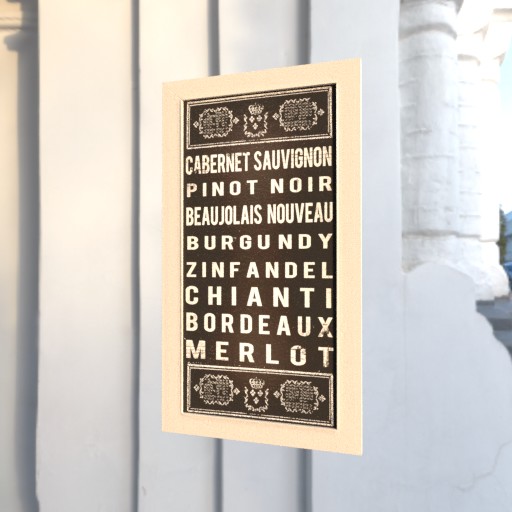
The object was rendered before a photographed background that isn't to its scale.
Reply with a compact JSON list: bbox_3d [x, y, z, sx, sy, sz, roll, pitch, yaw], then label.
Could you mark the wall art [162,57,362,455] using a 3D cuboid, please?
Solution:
[{"bbox_3d":[0.000,0.000,0.820,0.380,0.683,0.013,0,-1,16],"label":"wall art"}]
